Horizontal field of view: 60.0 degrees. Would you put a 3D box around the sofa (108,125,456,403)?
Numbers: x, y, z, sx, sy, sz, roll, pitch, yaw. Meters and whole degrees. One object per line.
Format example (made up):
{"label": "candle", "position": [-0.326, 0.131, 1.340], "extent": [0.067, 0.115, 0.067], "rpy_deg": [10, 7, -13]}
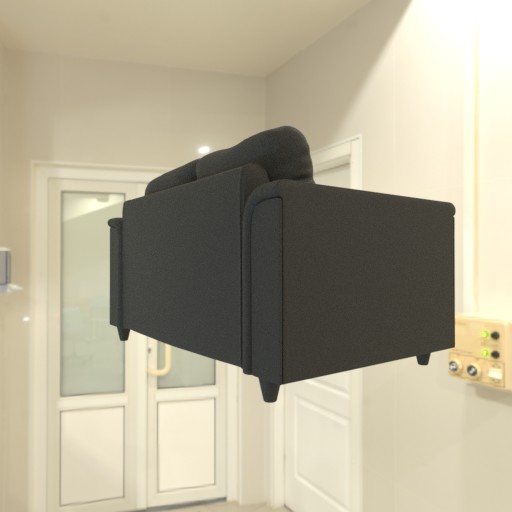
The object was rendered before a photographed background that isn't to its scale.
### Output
{"label": "sofa", "position": [0.000, 0.000, 1.982], "extent": [0.887, 0.845, 1.386], "rpy_deg": [0, -1, -36]}
